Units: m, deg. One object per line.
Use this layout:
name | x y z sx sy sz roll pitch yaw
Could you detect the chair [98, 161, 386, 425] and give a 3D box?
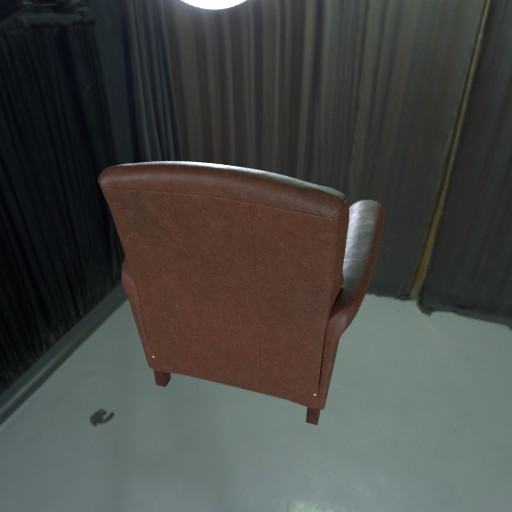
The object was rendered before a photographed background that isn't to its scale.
chair | 0.000 0.000 1.834 0.978 1.061 0.902 9 33 14
